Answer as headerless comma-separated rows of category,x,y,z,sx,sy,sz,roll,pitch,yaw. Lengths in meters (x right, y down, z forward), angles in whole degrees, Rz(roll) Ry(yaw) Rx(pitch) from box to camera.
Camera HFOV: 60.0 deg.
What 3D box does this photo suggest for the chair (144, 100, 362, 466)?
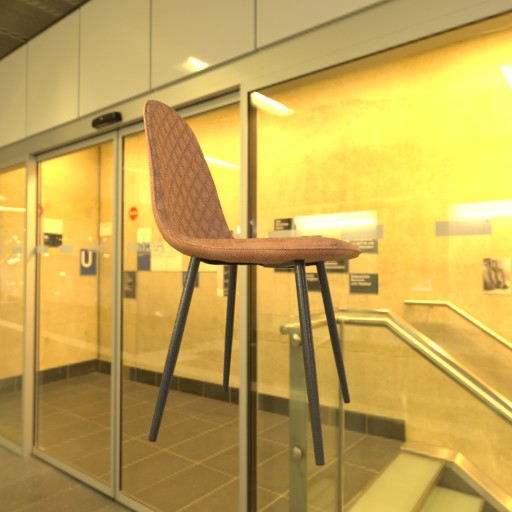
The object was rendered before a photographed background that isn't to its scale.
chair,0.000,0.000,1.219,0.561,0.889,0.472,0,-2,19
